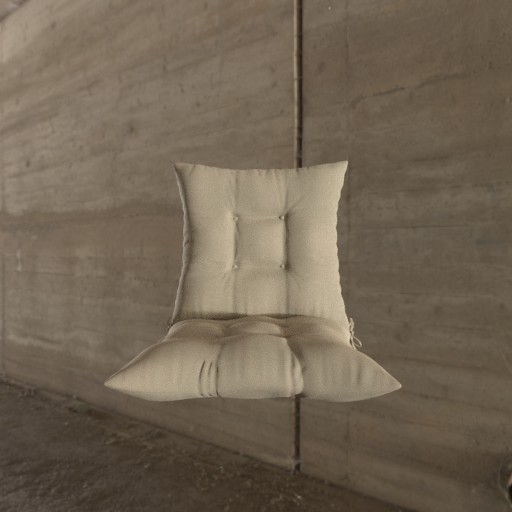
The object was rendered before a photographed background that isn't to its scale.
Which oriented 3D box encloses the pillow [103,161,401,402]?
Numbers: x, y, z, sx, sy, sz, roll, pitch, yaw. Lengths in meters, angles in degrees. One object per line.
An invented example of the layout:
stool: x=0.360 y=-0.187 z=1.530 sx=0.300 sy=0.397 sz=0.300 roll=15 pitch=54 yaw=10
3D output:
pillow: x=0.000 y=0.000 z=1.029 sx=0.541 sy=0.536 sz=0.585 roll=0 pitch=1 yaw=2
